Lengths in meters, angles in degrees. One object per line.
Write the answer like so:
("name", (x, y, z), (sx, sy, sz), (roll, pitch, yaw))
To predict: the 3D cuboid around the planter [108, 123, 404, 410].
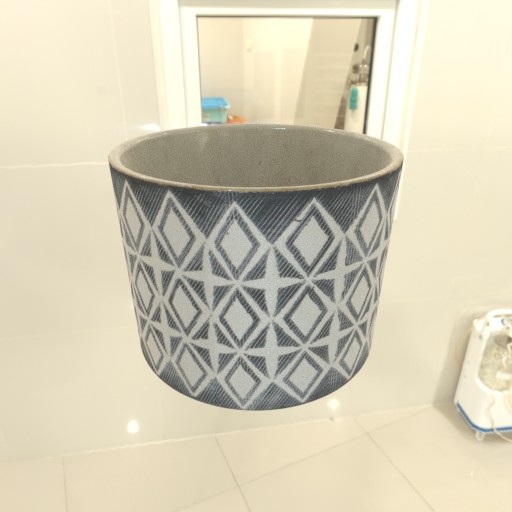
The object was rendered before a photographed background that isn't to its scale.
("planter", (0.000, 0.000, 0.336), (0.192, 0.165, 0.192), (0, 26, 0))
